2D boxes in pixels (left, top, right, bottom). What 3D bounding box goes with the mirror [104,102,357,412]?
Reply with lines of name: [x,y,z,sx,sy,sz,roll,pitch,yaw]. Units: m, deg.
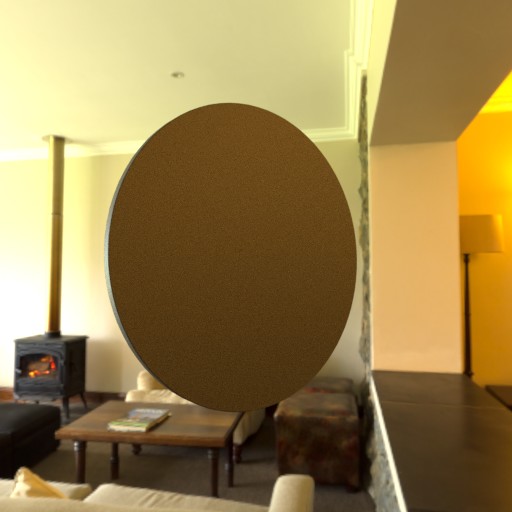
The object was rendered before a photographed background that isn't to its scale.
mirror: [0.000,0.000,1.587,1.077,1.077,0.036,2,-4,-38]
